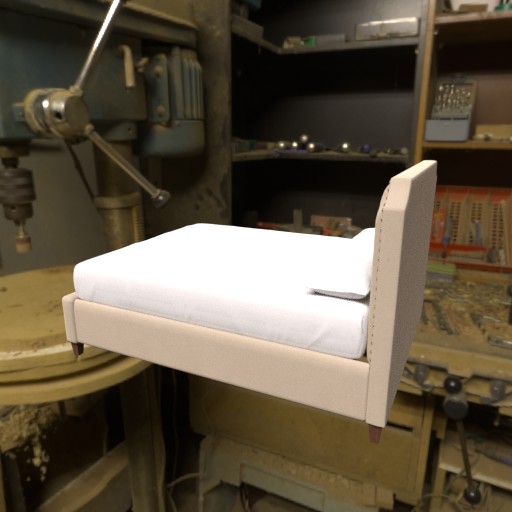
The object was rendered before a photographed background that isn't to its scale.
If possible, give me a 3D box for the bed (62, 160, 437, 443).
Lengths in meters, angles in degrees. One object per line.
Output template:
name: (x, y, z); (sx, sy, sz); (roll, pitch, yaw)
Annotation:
bed: (0.000, 0.000, 3.388); (2.329, 1.415, 1.703); (8, 18, 25)
